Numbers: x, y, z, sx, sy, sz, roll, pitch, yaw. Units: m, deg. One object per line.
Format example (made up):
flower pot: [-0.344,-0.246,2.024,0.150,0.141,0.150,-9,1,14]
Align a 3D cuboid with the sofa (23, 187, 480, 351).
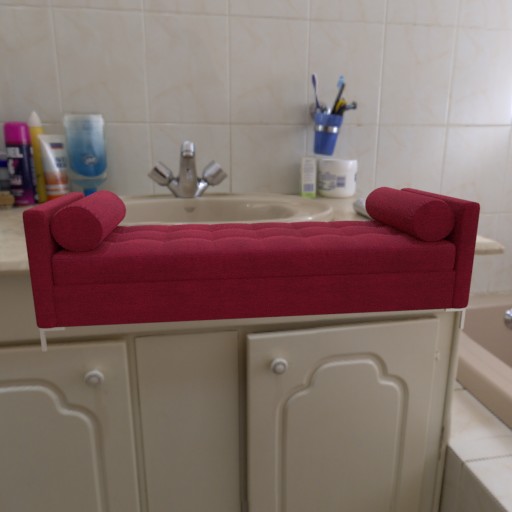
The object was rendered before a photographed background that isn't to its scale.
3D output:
sofa: [0.000,0.000,2.290,1.981,0.635,0.686,-2,14,-7]
